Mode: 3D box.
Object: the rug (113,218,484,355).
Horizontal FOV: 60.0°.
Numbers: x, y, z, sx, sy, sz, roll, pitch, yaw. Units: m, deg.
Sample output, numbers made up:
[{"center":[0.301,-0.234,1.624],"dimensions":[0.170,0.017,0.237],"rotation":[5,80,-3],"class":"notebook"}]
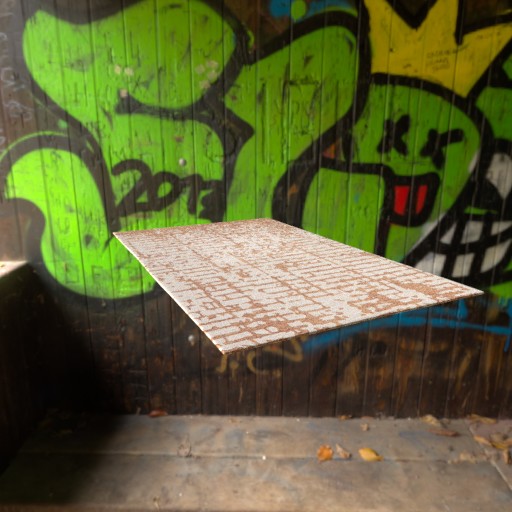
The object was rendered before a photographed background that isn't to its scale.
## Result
[{"center":[0.000,0.000,3.091],"dimensions":[1.517,0.011,2.435],"rotation":[-8,17,-26],"class":"rug"}]
